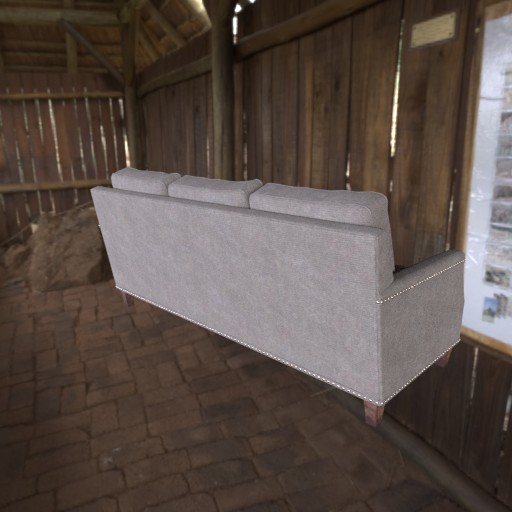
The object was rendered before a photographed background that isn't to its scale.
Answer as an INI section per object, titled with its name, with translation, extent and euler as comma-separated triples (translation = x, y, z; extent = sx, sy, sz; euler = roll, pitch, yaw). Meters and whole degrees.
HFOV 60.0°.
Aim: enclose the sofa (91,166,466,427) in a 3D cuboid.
[sofa]
translation = 0.000, 0.000, 2.769
extent = 2.226, 1.042, 1.034
euler = 14, 20, 42
